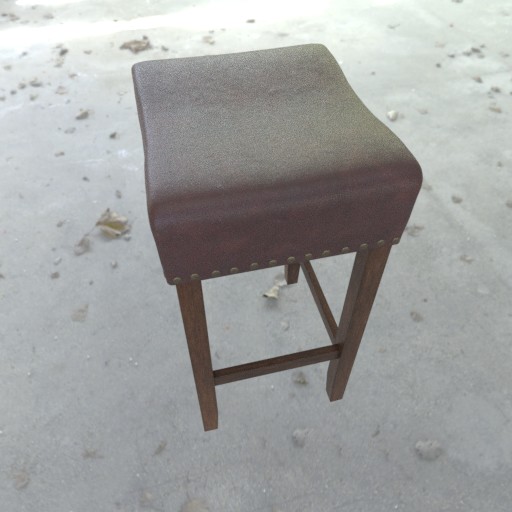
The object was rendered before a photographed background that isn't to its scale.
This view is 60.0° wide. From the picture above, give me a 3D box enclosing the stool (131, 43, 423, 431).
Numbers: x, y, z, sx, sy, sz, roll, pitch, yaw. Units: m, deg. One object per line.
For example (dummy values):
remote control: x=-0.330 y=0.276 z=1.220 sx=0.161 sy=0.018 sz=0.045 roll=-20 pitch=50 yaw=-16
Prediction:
stool: x=0.000 y=0.000 z=1.029 sx=0.401 sy=0.769 sz=0.465 roll=-10 pitch=49 yaw=-9
